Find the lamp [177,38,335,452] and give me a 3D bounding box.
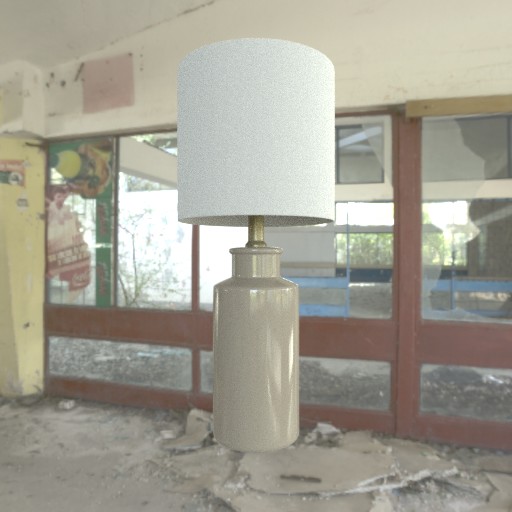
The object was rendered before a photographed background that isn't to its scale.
[{"bbox_3d":[0.000,0.000,0.606,0.212,0.493,0.212,0,0,-37],"label":"lamp"}]
